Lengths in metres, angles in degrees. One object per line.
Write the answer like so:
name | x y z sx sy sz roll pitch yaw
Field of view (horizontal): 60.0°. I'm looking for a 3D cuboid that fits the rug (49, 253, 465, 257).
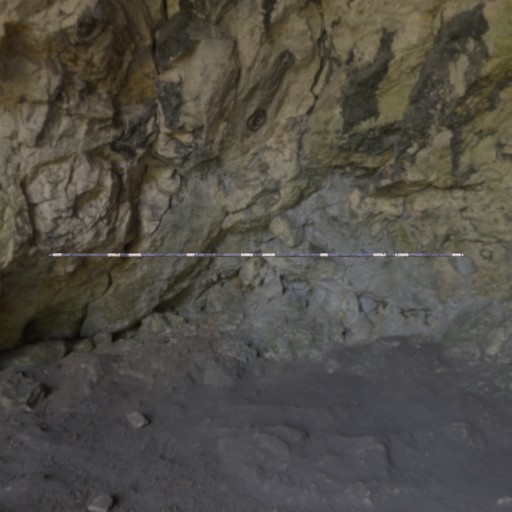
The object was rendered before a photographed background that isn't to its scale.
rug | 0.000 0.000 2.900 1.676 0.013 2.261 0 0 0
